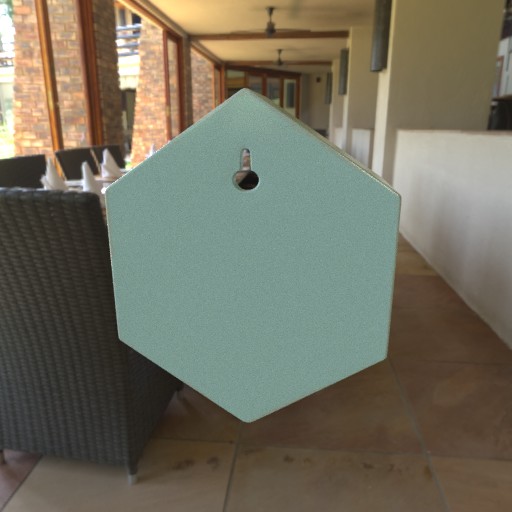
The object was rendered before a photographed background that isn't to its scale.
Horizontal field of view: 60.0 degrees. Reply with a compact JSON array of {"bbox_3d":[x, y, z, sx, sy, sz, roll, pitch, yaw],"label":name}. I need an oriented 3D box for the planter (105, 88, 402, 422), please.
[{"bbox_3d":[0.000,0.000,0.298,0.169,0.207,0.078,2,16,8],"label":"planter"}]
